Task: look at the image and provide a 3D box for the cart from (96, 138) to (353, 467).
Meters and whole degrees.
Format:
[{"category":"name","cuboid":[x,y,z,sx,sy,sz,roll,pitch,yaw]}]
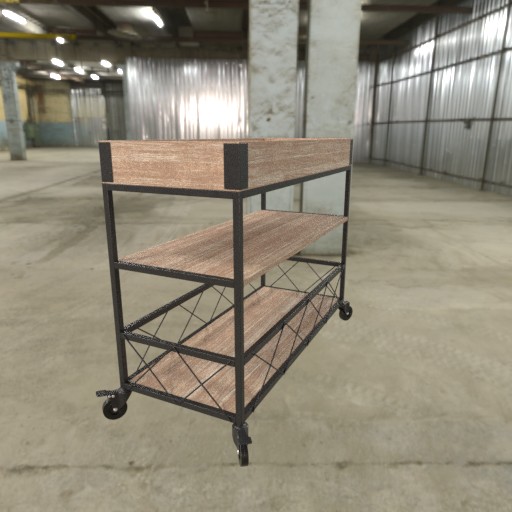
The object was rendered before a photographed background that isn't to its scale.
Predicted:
[{"category":"cart","cuboid":[0.000,0.000,1.546,0.500,0.787,1.101,7,17,25]}]
